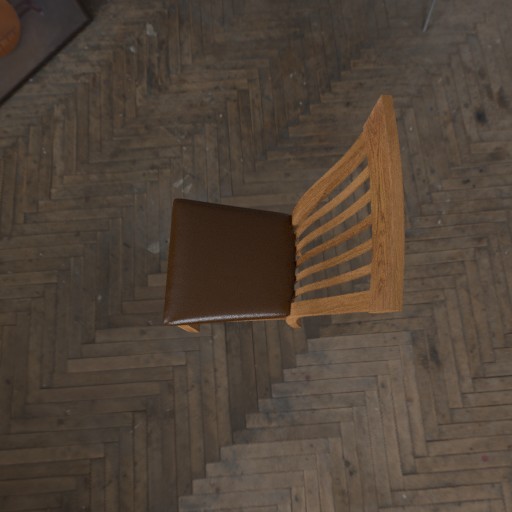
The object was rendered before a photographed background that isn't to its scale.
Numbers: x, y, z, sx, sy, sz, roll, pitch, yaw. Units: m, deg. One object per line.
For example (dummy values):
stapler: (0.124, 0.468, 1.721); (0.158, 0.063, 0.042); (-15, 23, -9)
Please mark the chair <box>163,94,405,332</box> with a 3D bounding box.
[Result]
chair: (0.000, 0.000, 1.380); (0.580, 1.050, 0.450); (2, 76, 0)
